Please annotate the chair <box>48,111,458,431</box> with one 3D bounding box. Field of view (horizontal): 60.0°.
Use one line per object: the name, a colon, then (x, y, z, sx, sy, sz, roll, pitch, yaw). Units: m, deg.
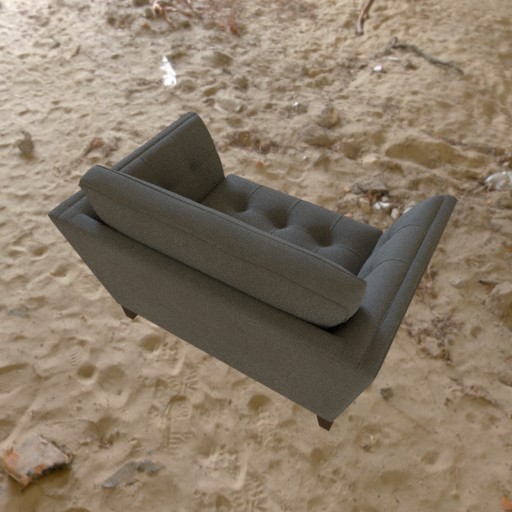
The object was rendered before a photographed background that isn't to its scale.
chair: (0.000, 0.000, 2.032, 1.396, 0.942, 0.965, 24, 51, 21)
